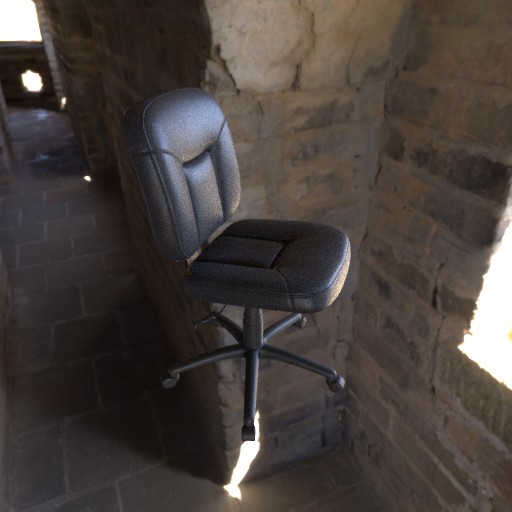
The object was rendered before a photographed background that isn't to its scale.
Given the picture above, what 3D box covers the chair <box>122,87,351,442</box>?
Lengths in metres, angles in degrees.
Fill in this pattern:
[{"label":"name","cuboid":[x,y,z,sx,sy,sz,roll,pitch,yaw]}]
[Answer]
[{"label":"chair","cuboid":[0.000,0.000,1.406,0.646,0.959,0.647,10,31,17]}]
